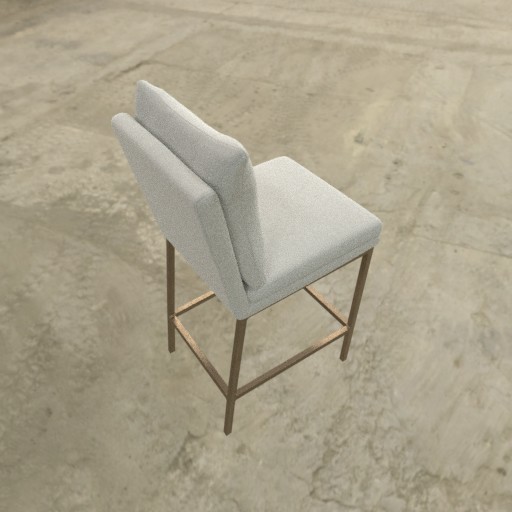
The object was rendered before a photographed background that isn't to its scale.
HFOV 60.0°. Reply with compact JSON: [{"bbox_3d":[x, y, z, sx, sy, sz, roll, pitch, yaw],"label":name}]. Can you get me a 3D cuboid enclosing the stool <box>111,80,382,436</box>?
[{"bbox_3d":[0.000,0.000,1.356,0.572,1.032,0.463,-26,48,-26],"label":"stool"}]
